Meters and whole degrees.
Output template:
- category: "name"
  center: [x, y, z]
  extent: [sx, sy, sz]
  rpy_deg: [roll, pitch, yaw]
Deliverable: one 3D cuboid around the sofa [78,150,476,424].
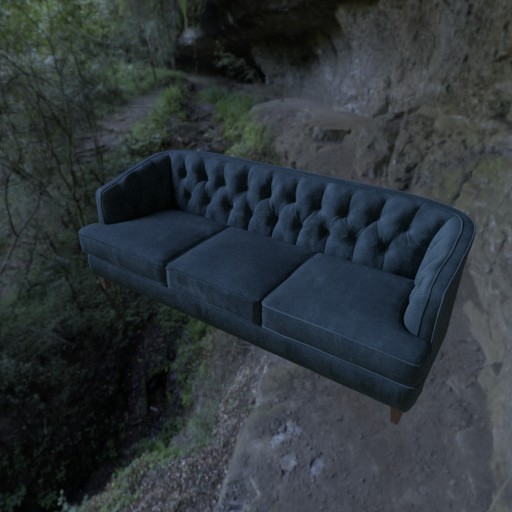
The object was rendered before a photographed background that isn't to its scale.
- category: "sofa"
  center: [0.000, 0.000, 2.715]
  extent: [2.278, 0.855, 0.941]
  rpy_deg: [18, 34, 29]
